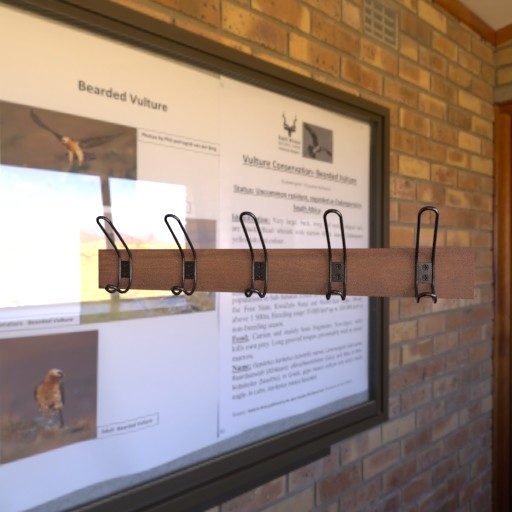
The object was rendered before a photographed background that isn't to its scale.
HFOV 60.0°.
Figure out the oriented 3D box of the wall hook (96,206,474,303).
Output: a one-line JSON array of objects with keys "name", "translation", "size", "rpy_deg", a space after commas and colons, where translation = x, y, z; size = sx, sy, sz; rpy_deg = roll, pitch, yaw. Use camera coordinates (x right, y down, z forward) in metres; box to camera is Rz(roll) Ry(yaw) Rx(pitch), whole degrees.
[{"name": "wall hook", "translation": [0.000, 0.000, 0.610], "size": [0.554, 0.116, 0.076], "rpy_deg": [0, 0, 17]}]
